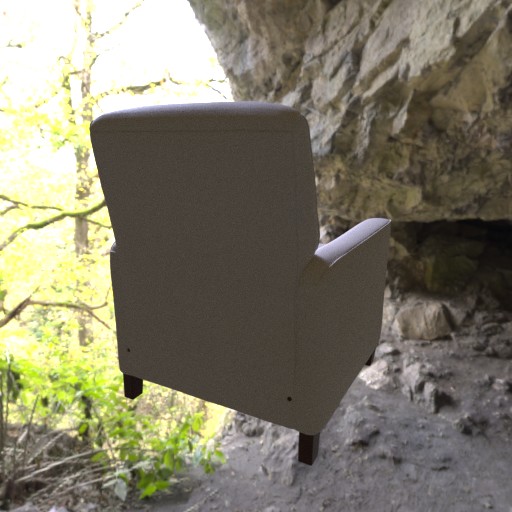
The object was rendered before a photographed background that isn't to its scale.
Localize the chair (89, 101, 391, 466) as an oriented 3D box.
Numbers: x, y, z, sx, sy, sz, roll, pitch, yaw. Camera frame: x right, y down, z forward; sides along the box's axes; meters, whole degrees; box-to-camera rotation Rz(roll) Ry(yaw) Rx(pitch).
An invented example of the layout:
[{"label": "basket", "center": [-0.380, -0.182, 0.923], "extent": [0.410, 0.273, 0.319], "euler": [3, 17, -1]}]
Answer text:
[{"label": "chair", "center": [0.000, 0.000, 1.633], "extent": [0.841, 1.028, 0.858], "euler": [8, 17, 27]}]
